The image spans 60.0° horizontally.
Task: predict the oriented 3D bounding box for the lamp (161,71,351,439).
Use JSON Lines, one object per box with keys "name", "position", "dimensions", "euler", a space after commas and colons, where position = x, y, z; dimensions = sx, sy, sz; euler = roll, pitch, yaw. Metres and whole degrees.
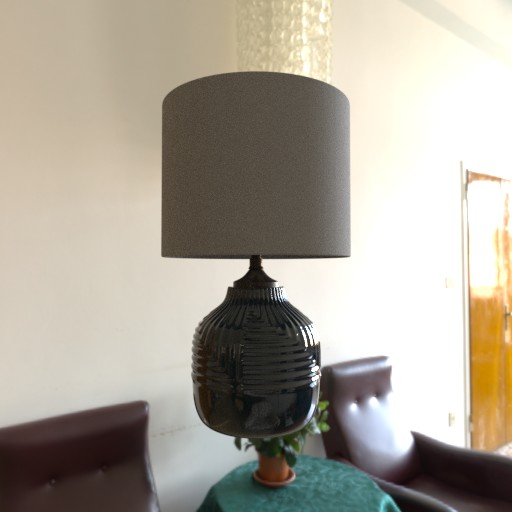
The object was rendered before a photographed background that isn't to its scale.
{"name": "lamp", "position": [0.000, 0.000, 0.759], "dimensions": [0.318, 0.567, 0.318], "euler": [0, -2, 0]}
